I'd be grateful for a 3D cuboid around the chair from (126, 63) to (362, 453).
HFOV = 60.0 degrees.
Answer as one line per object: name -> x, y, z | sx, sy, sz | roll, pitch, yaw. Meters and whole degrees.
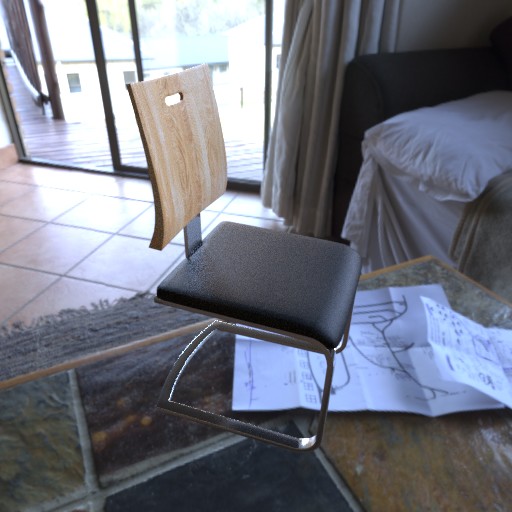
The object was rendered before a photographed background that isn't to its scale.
chair -> 0.000, 0.000, 1.232 | 0.560, 0.936, 0.462 | 10, 31, 17
